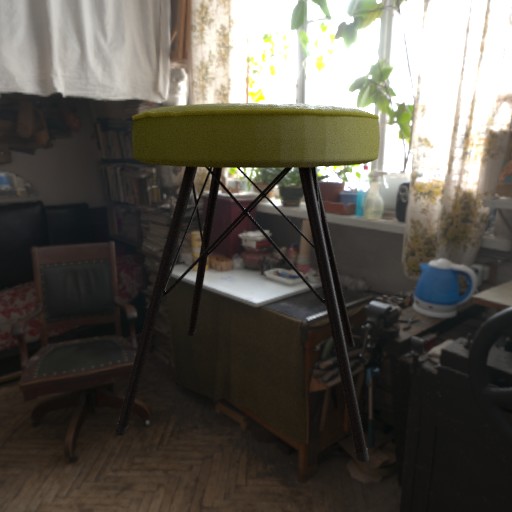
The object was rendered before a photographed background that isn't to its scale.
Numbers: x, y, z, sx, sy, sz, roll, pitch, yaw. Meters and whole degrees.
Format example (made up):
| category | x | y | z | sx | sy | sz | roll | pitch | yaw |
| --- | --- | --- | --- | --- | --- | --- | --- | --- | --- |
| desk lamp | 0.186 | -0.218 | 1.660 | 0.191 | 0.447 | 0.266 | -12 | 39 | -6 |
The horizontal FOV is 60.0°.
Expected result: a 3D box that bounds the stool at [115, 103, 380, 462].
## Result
| category | x | y | z | sx | sy | sz | roll | pitch | yaw |
| --- | --- | --- | --- | --- | --- | --- | --- | --- | --- |
| stool | 0.000 | 0.000 | 0.809 | 0.409 | 0.508 | 0.409 | 2 | 15 | 9 |
